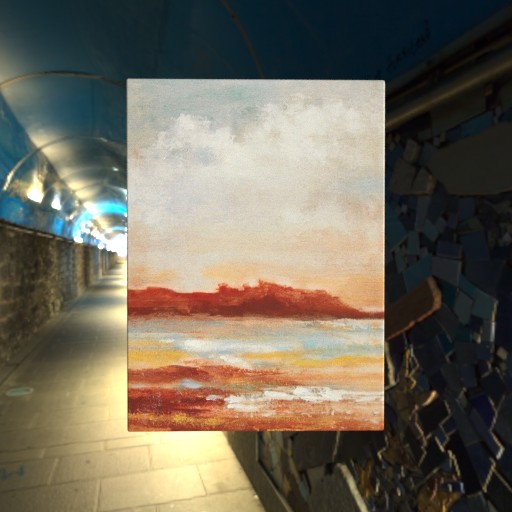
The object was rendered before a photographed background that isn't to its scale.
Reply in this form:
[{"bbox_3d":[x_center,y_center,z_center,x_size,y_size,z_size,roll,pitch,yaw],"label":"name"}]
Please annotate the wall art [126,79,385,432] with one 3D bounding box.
[{"bbox_3d":[0.000,0.000,0.777,0.443,0.605,0.035,0,1,-1],"label":"wall art"}]
